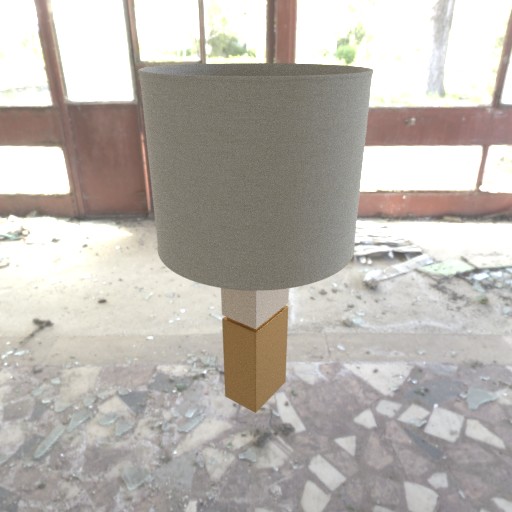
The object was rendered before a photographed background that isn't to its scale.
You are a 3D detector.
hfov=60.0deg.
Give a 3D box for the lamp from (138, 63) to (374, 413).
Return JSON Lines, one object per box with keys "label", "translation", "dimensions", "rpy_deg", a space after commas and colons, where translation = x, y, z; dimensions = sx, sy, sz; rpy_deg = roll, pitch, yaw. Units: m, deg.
{"label": "lamp", "translation": [0.000, 0.000, 0.534], "dimensions": [0.229, 0.417, 0.229], "rpy_deg": [18, 31, 32]}
